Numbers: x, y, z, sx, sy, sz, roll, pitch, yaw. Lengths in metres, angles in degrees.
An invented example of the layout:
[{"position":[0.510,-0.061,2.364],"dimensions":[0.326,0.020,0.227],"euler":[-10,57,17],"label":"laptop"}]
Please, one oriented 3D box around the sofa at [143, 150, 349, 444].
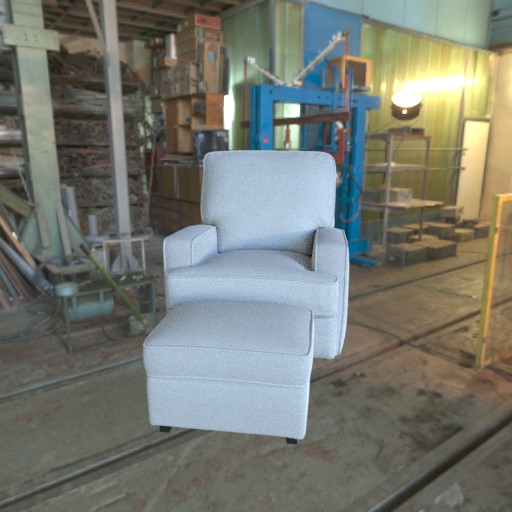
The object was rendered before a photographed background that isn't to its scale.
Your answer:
[{"position":[0.000,0.000,2.072],"dimensions":[0.861,0.959,1.472],"euler":[2,14,8],"label":"sofa"}]
